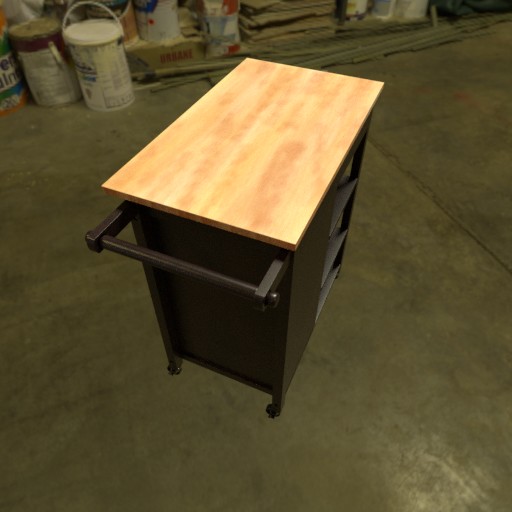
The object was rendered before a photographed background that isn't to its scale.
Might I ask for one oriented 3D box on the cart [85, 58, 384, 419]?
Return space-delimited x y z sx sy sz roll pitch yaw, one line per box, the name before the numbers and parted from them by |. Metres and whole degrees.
cart | 0.000 0.000 1.462 0.472 0.878 0.914 18 48 16
